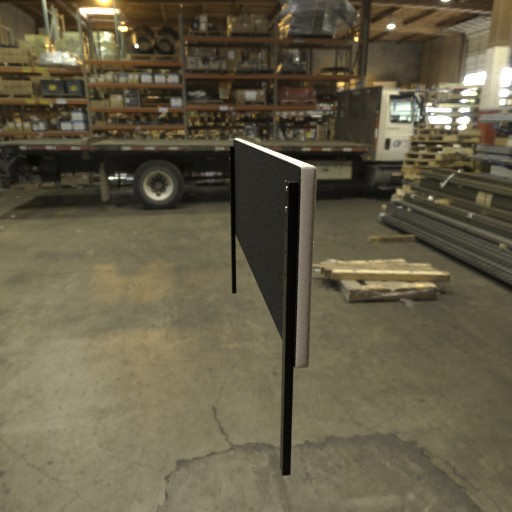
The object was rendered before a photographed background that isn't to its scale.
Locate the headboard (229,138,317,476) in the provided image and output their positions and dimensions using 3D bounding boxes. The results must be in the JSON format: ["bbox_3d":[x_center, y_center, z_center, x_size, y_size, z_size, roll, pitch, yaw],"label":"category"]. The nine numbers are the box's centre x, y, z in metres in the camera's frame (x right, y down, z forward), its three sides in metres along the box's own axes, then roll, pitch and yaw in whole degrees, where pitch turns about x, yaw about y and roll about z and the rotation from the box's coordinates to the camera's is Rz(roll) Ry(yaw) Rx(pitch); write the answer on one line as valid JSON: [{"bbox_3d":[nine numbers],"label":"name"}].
[{"bbox_3d":[0.000,0.000,2.930,0.120,1.410,2.362,-3,17,-8],"label":"headboard"}]
